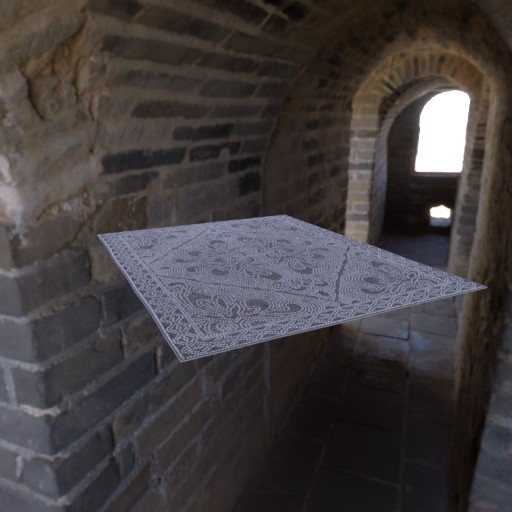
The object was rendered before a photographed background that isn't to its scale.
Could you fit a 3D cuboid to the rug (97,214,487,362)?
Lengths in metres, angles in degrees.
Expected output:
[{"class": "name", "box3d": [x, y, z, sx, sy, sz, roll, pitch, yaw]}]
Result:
[{"class": "rug", "box3d": [0.000, 0.000, 4.136, 2.438, 0.012, 3.048, -8, 19, -25]}]
